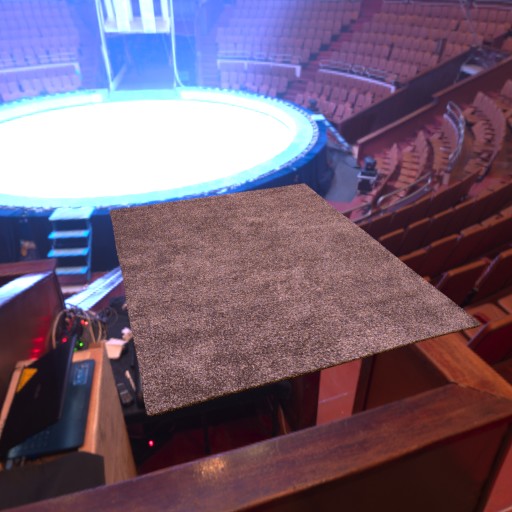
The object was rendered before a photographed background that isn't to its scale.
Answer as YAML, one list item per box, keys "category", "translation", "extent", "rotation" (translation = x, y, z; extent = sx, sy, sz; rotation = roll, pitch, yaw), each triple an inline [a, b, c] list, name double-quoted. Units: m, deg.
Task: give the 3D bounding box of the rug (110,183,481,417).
- category: "rug"
  translation: [0.000, 0.000, 4.090]
  extent: [2.401, 0.025, 3.000]
  rotation: [-10, 32, -17]
